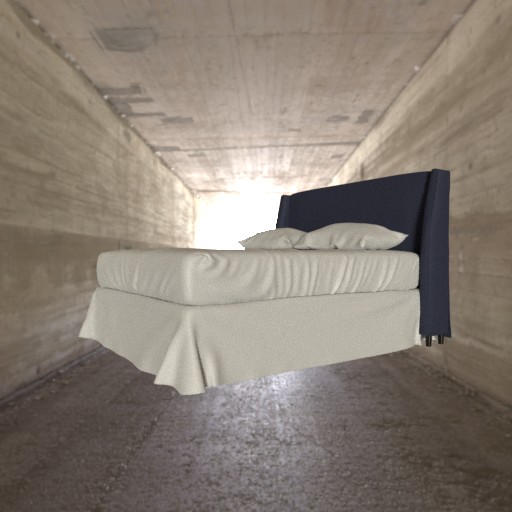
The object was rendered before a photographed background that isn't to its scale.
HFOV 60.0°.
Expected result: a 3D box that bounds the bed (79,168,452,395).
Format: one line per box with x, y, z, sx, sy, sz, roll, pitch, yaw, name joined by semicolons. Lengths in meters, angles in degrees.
0.000;0.000;3.469;2.276;1.332;1.925;0;1;-35;bed
